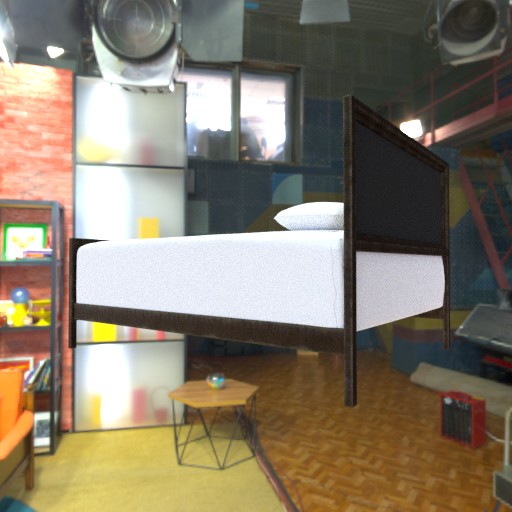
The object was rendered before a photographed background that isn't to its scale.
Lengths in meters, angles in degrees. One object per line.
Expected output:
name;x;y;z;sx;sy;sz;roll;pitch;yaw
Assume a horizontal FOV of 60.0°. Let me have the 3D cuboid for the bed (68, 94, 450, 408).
bed;0.000;0.000;3.164;2.221;1.313;1.607;-1;-1;37
